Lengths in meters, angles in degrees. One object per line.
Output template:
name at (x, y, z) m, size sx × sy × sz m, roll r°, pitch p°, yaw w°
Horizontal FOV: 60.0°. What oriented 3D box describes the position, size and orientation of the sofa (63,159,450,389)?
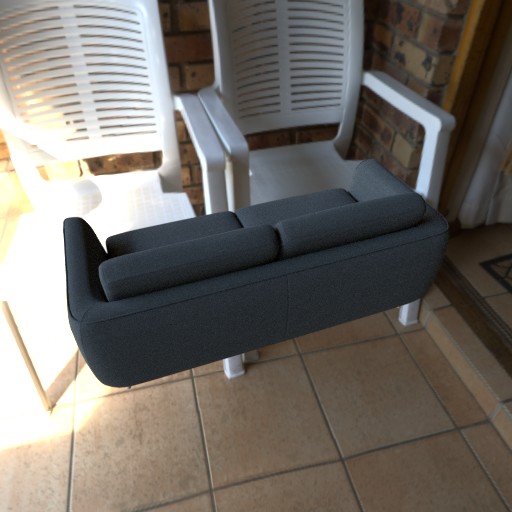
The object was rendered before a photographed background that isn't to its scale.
sofa at (0.000, 0.000, 2.523) m, size 2.000 × 0.850 × 0.920 m, roll -14°, pitch 43°, yaw -15°
